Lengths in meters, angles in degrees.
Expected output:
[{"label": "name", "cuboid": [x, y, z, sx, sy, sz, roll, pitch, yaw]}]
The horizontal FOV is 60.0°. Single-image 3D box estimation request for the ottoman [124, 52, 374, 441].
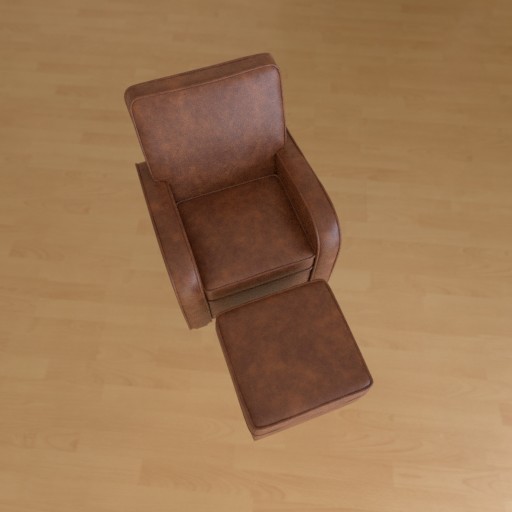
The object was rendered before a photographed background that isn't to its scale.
[{"label": "ottoman", "cuboid": [0.000, 0.000, 1.862, 0.732, 0.904, 1.314, -18, 64, -9]}]
